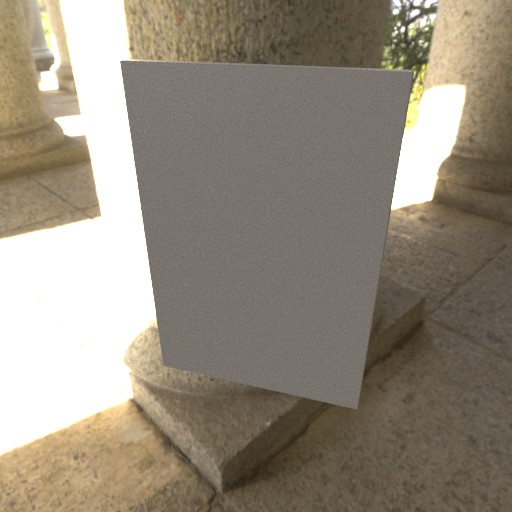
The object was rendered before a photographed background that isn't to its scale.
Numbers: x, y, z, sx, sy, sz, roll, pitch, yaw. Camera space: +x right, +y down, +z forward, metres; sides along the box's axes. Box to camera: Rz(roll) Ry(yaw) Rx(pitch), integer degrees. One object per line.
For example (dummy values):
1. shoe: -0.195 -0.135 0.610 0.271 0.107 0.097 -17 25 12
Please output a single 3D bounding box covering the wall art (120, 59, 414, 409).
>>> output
1. wall art: 0.000 0.000 1.019 0.556 0.813 0.026 9 31 14
